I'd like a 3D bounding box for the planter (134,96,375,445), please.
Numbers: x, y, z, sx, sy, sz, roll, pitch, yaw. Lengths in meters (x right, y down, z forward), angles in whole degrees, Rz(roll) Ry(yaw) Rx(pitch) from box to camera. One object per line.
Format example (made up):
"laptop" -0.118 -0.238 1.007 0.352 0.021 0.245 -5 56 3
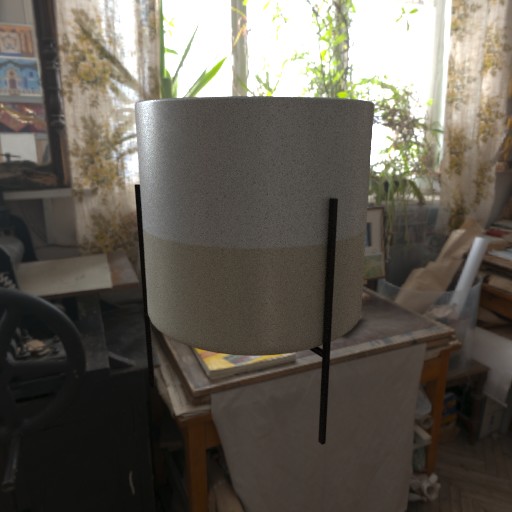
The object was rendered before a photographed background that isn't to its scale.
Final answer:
"planter" 0.000 0.000 0.745 0.359 0.484 0.368 8 18 26
